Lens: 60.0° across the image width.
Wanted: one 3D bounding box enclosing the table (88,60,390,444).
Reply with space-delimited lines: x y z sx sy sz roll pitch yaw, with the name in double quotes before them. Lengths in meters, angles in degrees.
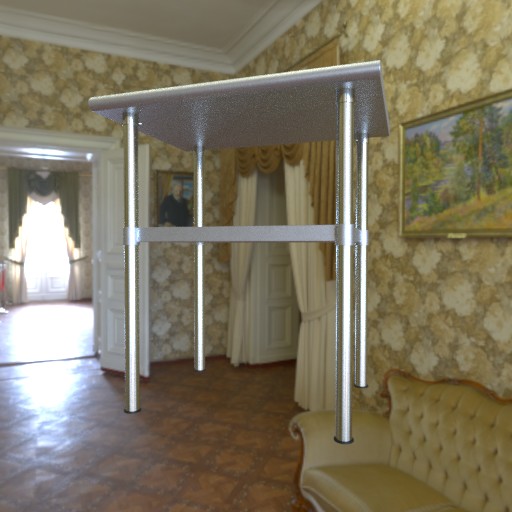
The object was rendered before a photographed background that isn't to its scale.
"table" 0.000 0.000 1.363 0.762 0.876 0.584 0 1 19
